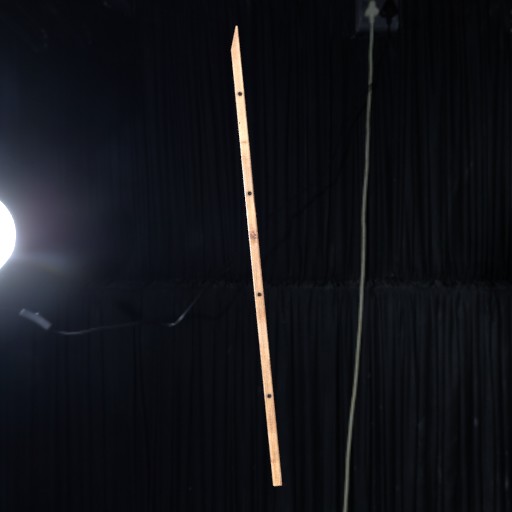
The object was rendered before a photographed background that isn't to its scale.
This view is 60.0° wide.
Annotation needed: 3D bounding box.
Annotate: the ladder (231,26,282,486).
[{"bbox_3d":[0.000,0.000,1.957,0.200,1.805,0.442,0,0,-1],"label":"ladder"}]
